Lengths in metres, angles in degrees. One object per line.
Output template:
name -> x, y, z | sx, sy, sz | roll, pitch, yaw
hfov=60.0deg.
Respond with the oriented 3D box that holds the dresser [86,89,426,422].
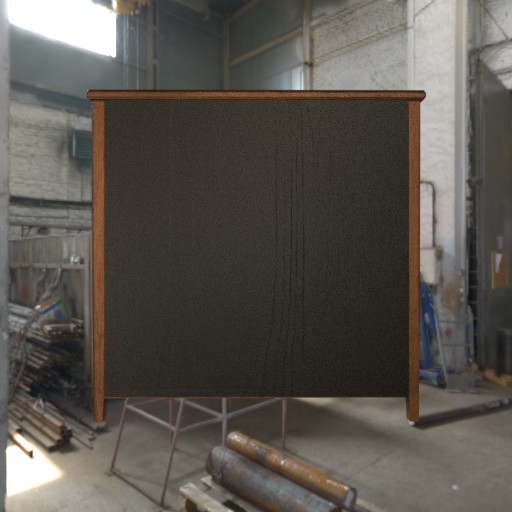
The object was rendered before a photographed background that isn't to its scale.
dresser -> 0.000, 0.000, 1.924 | 1.250, 1.224, 0.591 | 0, 0, 0
